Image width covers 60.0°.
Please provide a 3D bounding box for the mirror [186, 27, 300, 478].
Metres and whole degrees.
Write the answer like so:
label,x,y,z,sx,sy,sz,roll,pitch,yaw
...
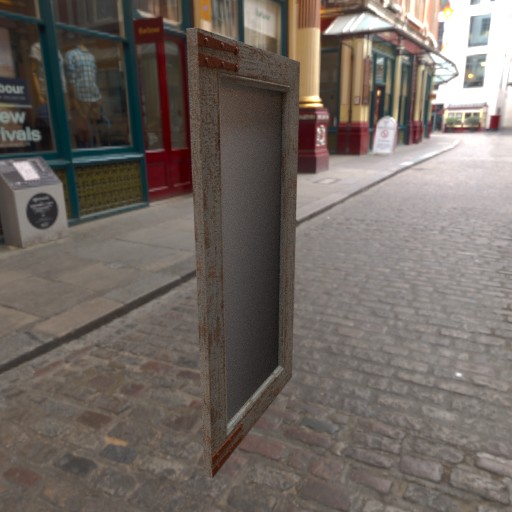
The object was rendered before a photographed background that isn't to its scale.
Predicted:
label,x,y,z,sx,sy,sz,roll,pitch,yaw
mirror,0.000,0.000,1.076,0.027,0.922,0.472,8,18,26
